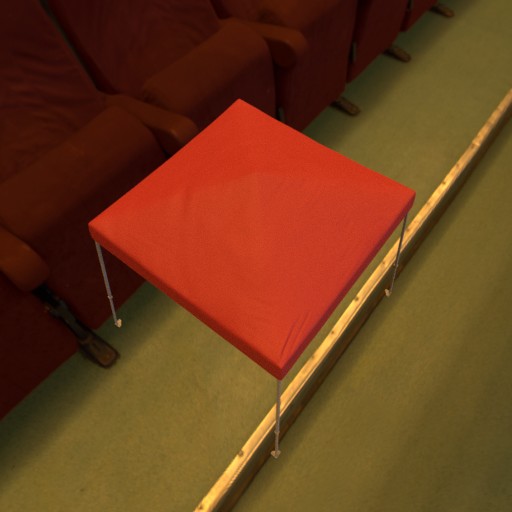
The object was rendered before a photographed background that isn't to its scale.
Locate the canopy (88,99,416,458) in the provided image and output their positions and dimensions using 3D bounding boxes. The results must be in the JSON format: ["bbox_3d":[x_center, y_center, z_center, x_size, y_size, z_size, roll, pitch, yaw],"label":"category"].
[{"bbox_3d":[0.000,0.000,6.576,3.599,3.600,3.600,34,64,19],"label":"canopy"}]
